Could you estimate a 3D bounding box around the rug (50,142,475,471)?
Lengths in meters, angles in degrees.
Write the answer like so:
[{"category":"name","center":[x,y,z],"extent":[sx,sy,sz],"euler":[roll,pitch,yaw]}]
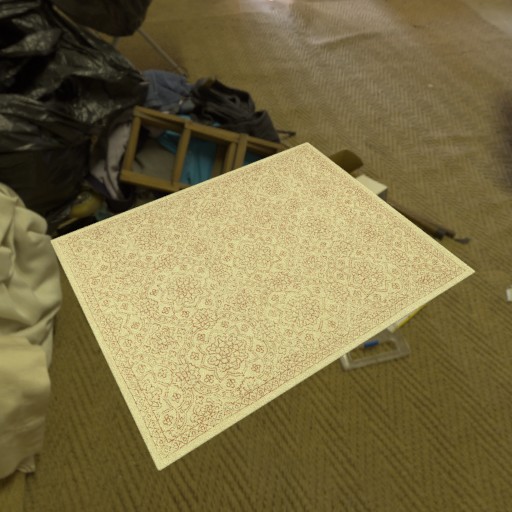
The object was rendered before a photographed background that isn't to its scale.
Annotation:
[{"category":"rug","center":[0.000,0.000,4.054],"extent":[3.050,0.015,2.441],"euler":[-25,52,-22]}]
